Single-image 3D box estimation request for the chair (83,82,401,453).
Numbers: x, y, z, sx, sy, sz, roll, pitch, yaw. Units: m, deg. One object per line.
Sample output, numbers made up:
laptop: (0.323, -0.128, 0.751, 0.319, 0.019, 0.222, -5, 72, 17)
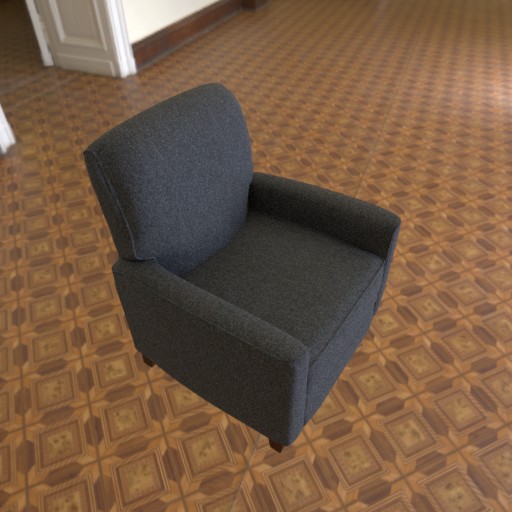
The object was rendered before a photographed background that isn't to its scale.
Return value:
chair: (0.000, 0.000, 1.658, 0.850, 1.016, 0.839, 24, 47, 25)
